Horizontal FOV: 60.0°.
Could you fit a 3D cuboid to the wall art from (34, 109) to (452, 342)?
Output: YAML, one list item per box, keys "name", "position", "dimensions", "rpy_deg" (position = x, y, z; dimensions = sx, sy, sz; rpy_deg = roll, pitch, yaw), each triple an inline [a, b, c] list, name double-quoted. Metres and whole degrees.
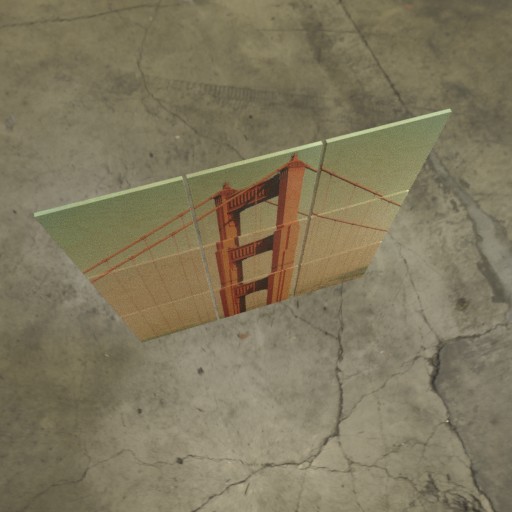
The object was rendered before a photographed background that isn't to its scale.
- name: "wall art"
  position: [0.000, 0.000, 1.783]
  dimensions: [1.214, 1.219, 0.013]
  rpy_deg: [-16, 65, -8]
